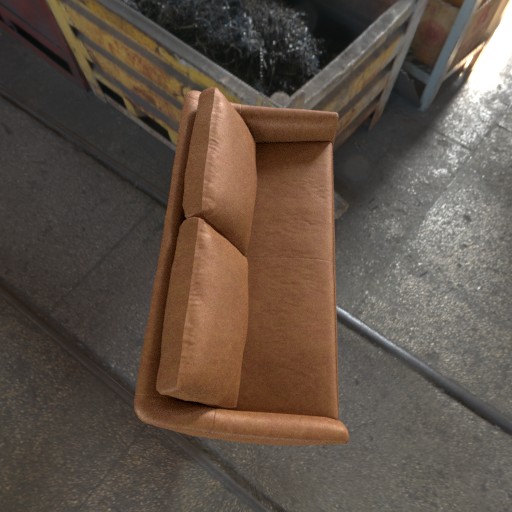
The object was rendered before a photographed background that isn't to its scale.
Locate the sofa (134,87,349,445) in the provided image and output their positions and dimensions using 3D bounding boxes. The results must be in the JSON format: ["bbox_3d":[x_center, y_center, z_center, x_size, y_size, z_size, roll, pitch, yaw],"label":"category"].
[{"bbox_3d":[0.000,0.000,2.615,0.981,0.945,2.036,3,65,1],"label":"sofa"}]
